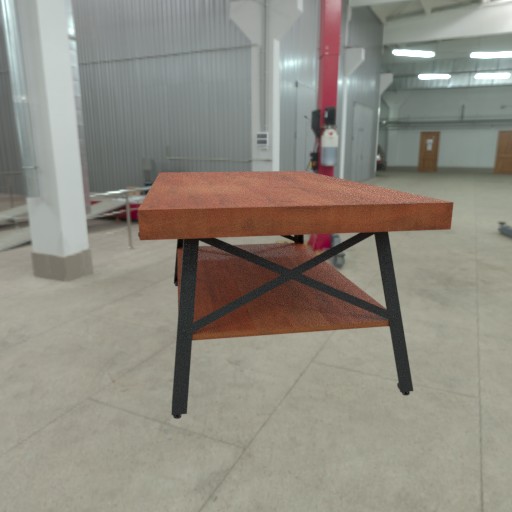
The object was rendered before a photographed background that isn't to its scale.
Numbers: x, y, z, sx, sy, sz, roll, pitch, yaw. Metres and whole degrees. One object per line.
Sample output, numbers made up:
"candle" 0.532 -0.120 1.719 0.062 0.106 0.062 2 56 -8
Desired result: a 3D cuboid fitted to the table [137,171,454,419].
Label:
"table" 0.000 0.000 1.389 0.610 0.457 1.067 -2 14 -10
